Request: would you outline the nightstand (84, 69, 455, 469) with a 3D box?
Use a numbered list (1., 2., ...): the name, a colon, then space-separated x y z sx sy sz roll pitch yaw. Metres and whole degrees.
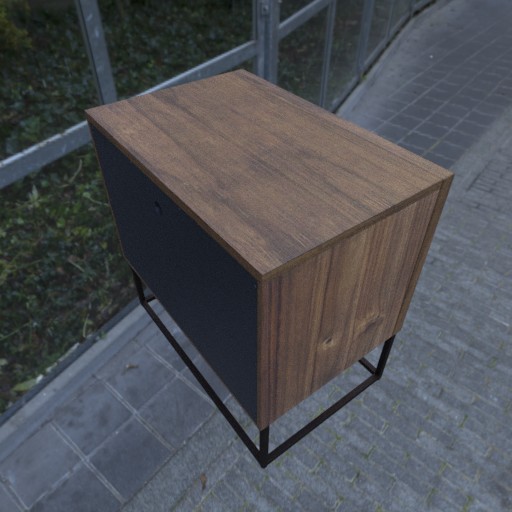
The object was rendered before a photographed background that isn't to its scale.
1. nightstand: 0.000 0.000 1.039 0.437 0.610 0.610 -27 48 -26
